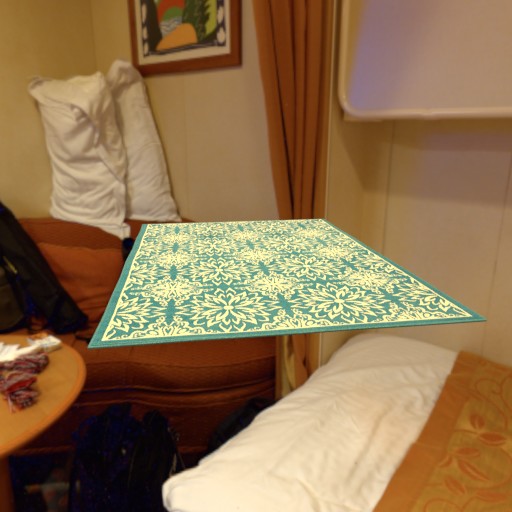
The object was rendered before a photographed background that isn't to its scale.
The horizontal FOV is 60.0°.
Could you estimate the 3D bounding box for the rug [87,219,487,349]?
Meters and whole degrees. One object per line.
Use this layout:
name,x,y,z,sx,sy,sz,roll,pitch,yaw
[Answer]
rug,0.000,0.000,2.727,1.554,0.012,2.205,-2,16,-9
